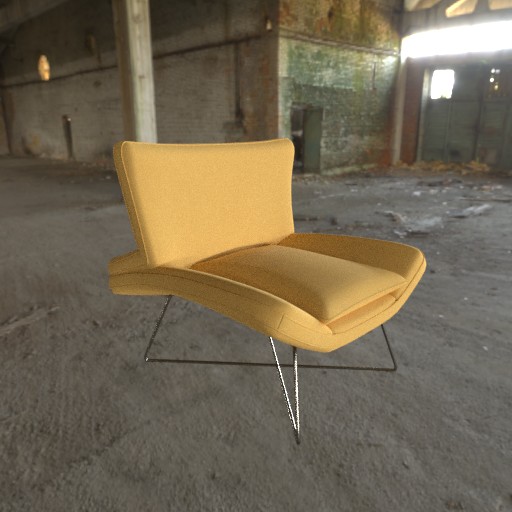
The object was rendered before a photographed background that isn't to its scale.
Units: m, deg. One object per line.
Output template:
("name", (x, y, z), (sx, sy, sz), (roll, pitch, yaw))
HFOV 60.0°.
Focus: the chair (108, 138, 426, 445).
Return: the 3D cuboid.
("chair", (0.000, 0.000, 1.692), (1.008, 0.855, 0.859), (15, 22, 43))
